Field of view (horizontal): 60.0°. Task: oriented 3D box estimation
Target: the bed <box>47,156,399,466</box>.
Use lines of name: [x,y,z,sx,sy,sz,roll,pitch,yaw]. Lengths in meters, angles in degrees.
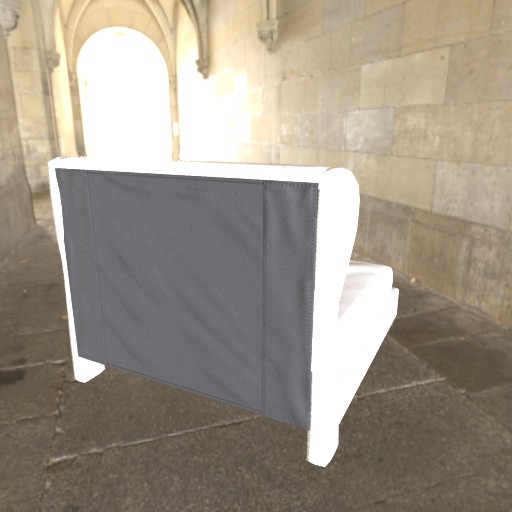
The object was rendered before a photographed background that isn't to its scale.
bed: [0.000,0.000,3.888,2.219,1.771,2.347,8,18,26]
